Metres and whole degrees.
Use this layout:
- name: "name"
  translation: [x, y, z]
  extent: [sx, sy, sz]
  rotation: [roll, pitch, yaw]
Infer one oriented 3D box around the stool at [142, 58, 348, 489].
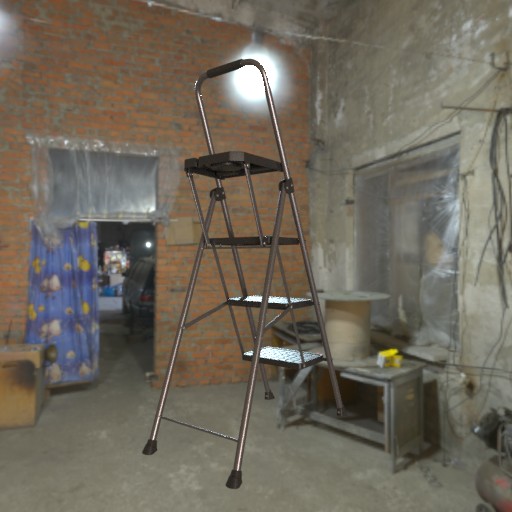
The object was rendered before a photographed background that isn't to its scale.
- name: "stool"
  translation: [0.000, 0.000, 1.617]
  extent: [0.396, 1.277, 0.733]
  rotation: [0, 0, 36]
